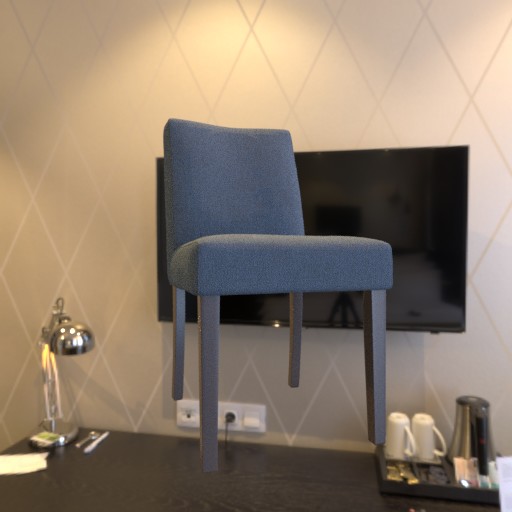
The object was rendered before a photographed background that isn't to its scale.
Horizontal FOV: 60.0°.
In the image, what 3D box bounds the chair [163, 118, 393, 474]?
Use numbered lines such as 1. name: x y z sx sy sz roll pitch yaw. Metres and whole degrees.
1. chair: 0.000 0.000 1.251 0.487 0.882 0.629 0 1 -19
